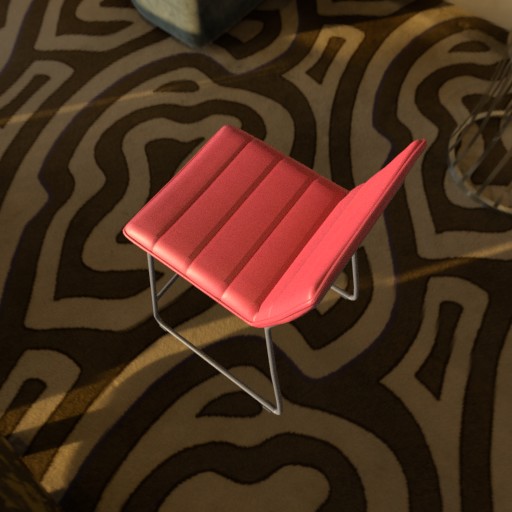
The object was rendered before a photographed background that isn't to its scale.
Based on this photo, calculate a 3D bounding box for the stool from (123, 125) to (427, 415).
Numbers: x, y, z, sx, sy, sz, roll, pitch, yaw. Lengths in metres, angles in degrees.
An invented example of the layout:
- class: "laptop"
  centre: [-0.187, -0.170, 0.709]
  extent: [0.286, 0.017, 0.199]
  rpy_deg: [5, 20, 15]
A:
- class: "stool"
  centre: [0.000, 0.000, 1.152]
  extent: [0.524, 0.866, 0.489]
  rpy_deg: [33, 68, 15]
